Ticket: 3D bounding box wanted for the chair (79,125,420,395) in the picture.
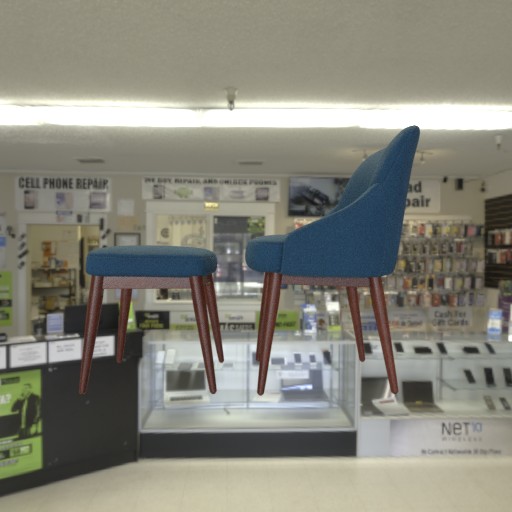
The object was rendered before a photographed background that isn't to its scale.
[{"bbox_3d":[0.000,0.000,1.590,1.114,0.866,0.584,0,1,-1],"label":"chair"}]
